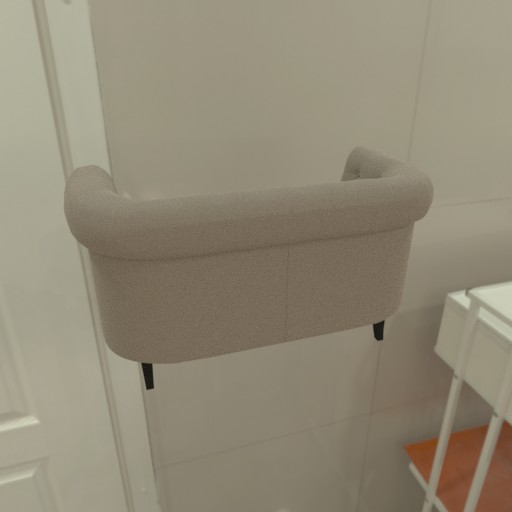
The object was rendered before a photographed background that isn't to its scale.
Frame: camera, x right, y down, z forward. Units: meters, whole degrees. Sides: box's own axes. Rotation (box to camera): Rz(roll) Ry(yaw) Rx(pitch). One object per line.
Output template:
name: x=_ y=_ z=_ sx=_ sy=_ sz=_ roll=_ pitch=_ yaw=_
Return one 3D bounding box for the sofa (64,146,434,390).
sofa: x=0.000 y=0.000 z=2.046 sx=1.558 sy=0.827 sz=0.835 roll=-8 pitch=26 yaw=-16
